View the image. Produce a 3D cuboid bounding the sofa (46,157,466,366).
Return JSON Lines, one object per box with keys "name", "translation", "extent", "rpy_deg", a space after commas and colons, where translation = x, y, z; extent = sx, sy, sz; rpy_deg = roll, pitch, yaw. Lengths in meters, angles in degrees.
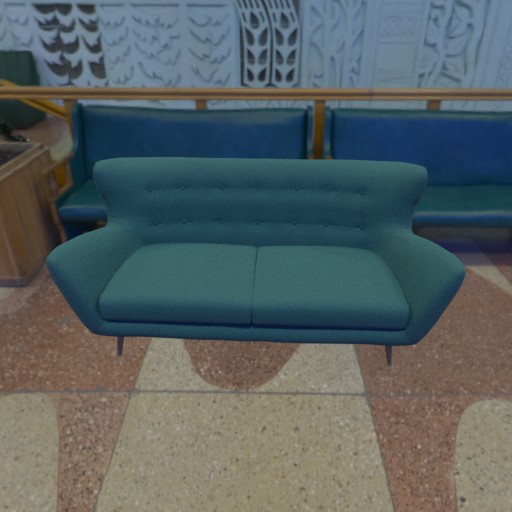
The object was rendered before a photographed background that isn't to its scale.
{"name": "sofa", "translation": [0.000, 0.000, 2.437], "extent": [1.930, 0.890, 0.889], "rpy_deg": [1, 30, 2]}
